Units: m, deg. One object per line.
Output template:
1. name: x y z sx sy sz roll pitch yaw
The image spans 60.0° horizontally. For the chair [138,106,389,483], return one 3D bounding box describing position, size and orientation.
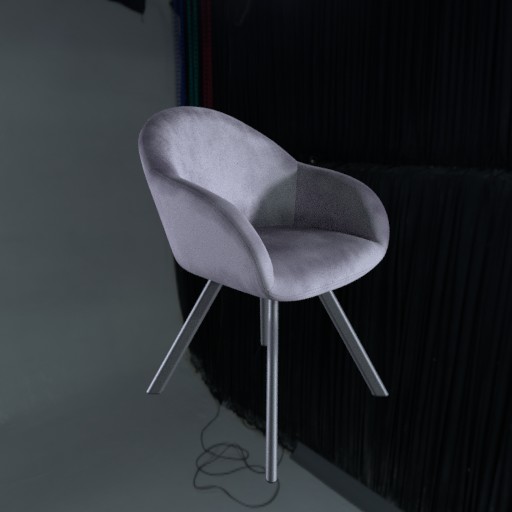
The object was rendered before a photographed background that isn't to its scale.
1. chair: 0.000 0.000 1.200 0.550 0.795 0.590 -14 20 -43
